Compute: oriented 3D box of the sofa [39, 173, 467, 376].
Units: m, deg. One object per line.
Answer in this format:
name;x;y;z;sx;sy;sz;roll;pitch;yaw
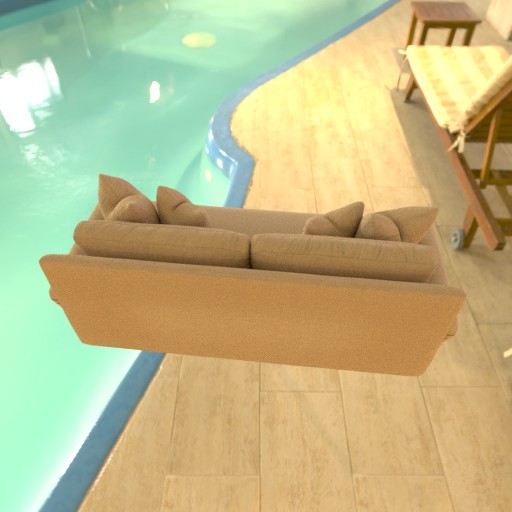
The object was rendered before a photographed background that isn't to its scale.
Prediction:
sofa;0.000;0.000;2.821;2.285;0.904;1.067;5;47;4
